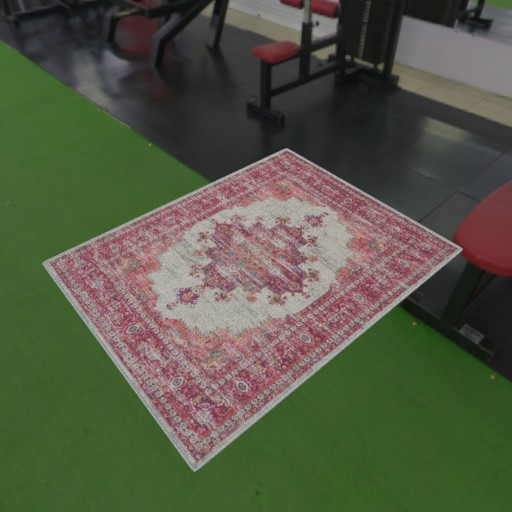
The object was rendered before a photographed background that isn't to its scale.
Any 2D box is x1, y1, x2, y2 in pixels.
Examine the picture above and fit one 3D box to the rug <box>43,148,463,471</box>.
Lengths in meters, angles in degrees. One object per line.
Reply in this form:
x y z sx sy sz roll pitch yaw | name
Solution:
0.000 0.000 4.161 3.123 0.017 2.447 -31 52 -28 | rug
